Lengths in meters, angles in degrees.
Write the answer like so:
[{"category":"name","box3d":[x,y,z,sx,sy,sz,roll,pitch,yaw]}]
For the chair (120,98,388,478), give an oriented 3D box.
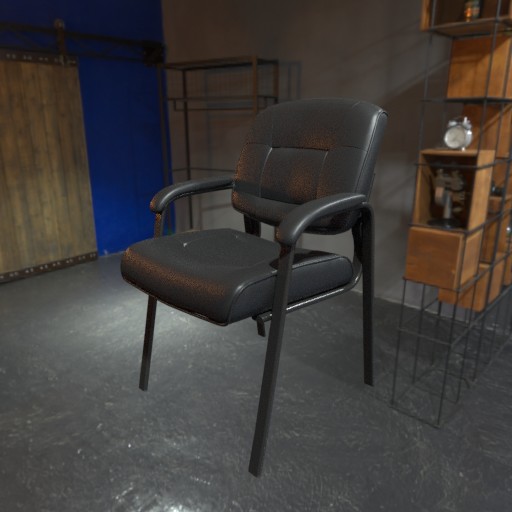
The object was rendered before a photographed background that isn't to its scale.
[{"category":"chair","box3d":[0.000,0.000,1.326,0.591,0.910,0.668,16,23,42]}]
